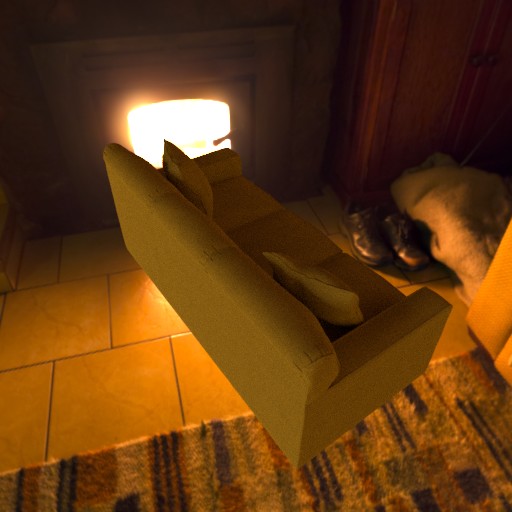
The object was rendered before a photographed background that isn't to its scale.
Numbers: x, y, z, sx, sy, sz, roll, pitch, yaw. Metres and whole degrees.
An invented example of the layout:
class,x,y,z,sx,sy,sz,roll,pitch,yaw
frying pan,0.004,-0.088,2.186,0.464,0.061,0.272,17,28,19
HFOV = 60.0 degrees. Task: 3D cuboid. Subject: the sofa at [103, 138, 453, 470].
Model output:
class,x,y,z,sx,sy,sz,roll,pitch,yaw
sofa,0.000,0.000,2.653,0.997,0.958,2.024,-25,47,-26
